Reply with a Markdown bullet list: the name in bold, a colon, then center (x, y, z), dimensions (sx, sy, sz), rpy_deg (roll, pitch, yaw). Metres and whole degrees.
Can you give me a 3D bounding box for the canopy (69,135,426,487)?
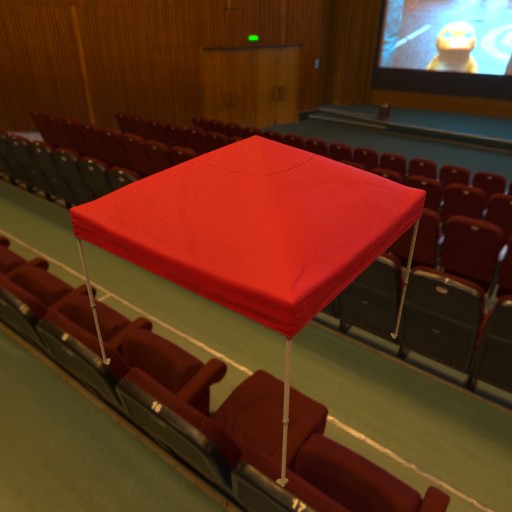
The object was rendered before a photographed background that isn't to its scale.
- **canopy**: center (0.000, 0.000, 5.531), dimensions (2.996, 2.997, 2.998), rpy_deg (21, 35, 32)
